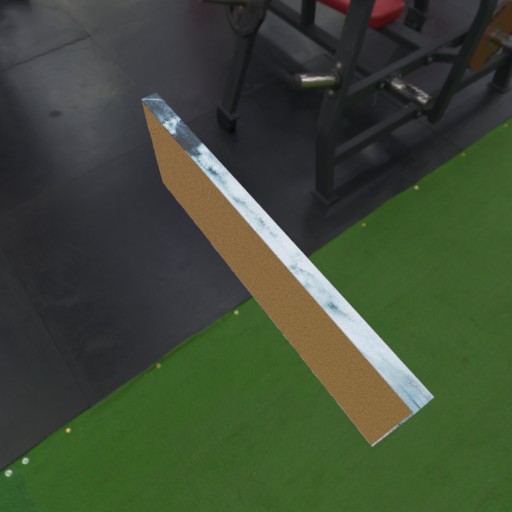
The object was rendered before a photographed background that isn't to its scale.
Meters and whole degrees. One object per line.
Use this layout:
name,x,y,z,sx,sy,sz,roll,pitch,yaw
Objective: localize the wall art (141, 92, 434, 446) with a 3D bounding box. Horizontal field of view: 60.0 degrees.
wall art,0.000,0.000,0.848,0.037,0.251,0.759,-31,63,-18
